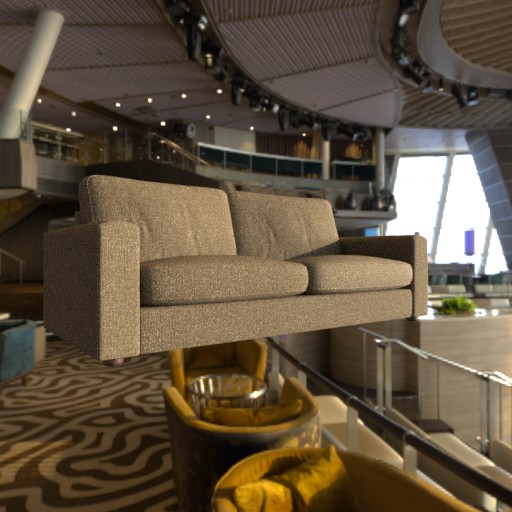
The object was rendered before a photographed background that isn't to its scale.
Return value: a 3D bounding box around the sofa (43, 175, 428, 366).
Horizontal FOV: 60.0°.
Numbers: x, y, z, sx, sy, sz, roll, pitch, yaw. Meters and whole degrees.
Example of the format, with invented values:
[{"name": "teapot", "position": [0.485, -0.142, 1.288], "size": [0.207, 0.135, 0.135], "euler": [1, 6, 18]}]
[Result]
[{"name": "sofa", "position": [0.000, 0.000, 2.683], "size": [2.179, 0.873, 1.016], "euler": [0, 0, -37]}]
